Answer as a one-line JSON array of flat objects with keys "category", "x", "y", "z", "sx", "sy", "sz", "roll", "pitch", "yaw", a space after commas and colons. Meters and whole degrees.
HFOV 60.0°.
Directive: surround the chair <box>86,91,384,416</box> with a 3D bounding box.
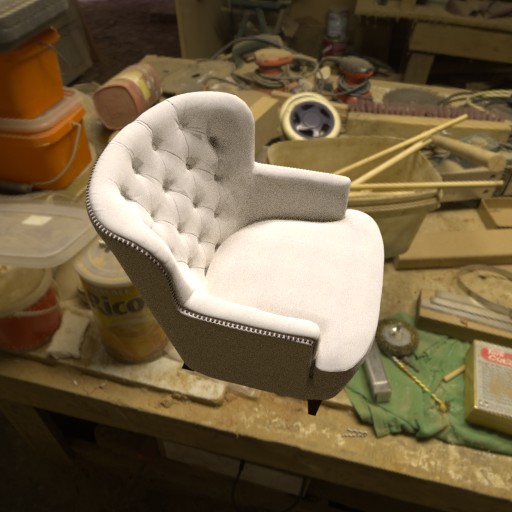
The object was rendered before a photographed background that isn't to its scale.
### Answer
[{"category": "chair", "x": 0.000, "y": 0.000, "z": 1.587, "sx": 0.906, "sy": 0.868, "sz": 0.848, "roll": 11, "pitch": 46, "yaw": 11}]
